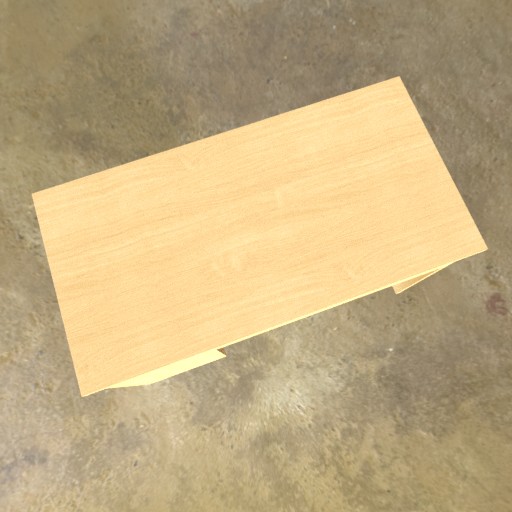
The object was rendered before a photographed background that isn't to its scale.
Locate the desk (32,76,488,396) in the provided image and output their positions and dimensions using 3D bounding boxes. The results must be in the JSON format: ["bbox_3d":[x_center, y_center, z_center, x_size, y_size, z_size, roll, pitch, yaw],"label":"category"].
[{"bbox_3d":[0.000,0.000,1.541,1.097,0.735,0.560,-19,76,-5],"label":"desk"}]
